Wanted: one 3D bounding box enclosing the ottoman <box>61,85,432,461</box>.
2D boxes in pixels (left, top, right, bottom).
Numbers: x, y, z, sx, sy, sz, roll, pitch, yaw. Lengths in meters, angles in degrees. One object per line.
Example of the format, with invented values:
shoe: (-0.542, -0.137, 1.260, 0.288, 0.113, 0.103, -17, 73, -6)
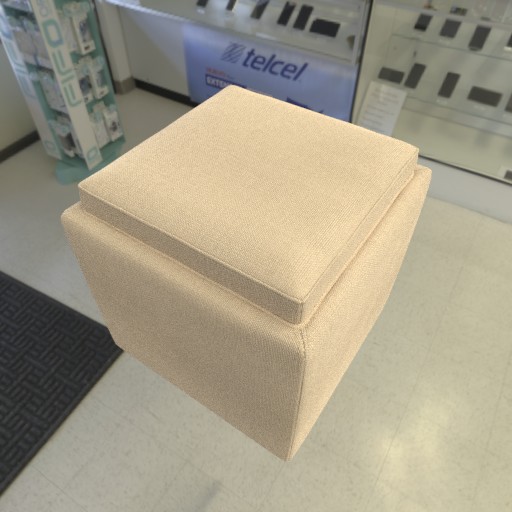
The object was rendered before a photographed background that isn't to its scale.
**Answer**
ottoman: (0.000, 0.000, 0.826, 0.451, 0.460, 0.450, 27, 53, 22)
